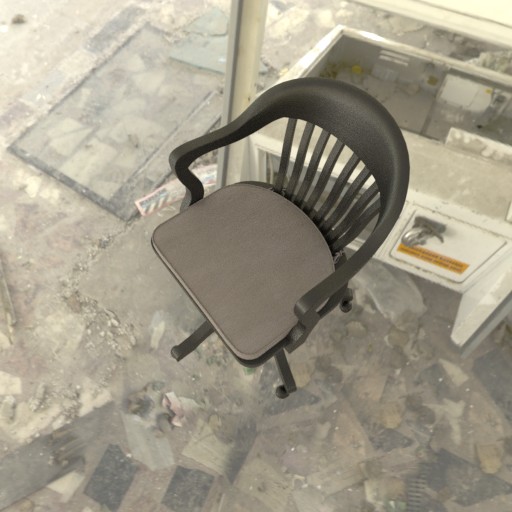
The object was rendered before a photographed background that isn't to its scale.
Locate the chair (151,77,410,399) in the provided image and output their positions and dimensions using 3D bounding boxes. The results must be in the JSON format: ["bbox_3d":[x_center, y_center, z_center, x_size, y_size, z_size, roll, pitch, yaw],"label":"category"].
[{"bbox_3d":[0.000,0.000,1.440,0.788,0.878,0.750,-35,68,-16],"label":"chair"}]
